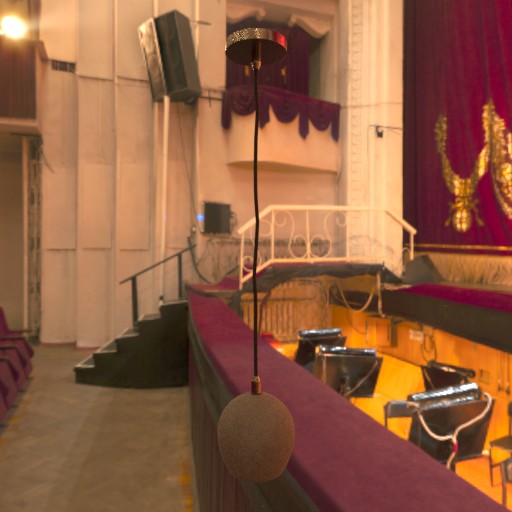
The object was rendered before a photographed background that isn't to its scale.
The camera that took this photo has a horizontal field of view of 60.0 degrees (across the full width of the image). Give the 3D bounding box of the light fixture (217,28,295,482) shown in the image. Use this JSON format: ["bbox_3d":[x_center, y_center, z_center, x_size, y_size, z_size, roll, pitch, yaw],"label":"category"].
[{"bbox_3d":[0.000,0.000,0.797,0.139,0.764,0.139,0,0,-19],"label":"light fixture"}]
